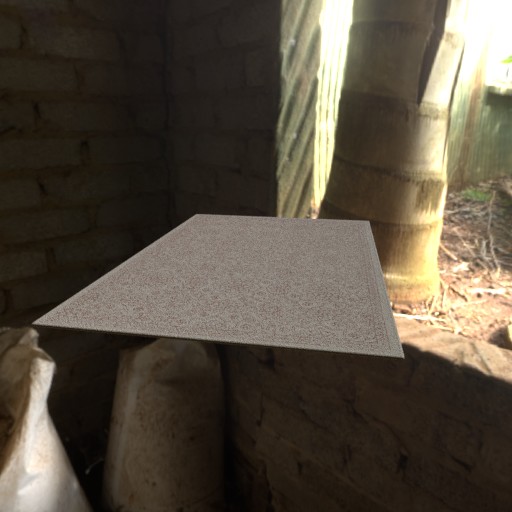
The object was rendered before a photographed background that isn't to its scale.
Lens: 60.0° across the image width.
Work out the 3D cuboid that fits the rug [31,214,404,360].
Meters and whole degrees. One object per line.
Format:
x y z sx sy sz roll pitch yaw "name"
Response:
0.000 0.000 2.252 1.219 0.010 1.829 3 18 10 "rug"
